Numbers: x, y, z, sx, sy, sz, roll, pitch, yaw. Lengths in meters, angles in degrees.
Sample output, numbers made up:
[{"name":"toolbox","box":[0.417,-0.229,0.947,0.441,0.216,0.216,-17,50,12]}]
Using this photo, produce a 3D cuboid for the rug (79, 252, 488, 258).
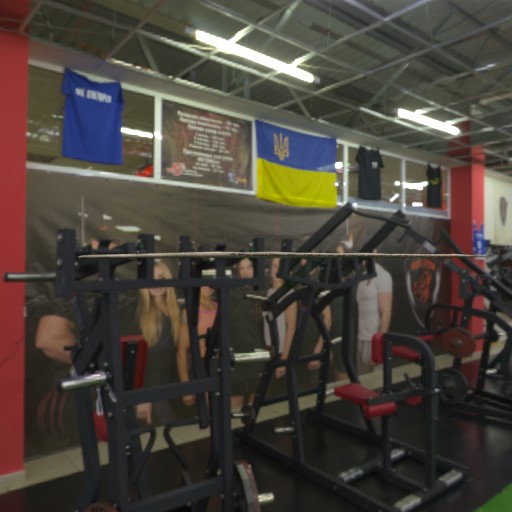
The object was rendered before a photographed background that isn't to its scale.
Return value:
[{"name":"rug","box":[0.000,0.000,4.078,2.426,0.034,3.061,0,-1,-36]}]
